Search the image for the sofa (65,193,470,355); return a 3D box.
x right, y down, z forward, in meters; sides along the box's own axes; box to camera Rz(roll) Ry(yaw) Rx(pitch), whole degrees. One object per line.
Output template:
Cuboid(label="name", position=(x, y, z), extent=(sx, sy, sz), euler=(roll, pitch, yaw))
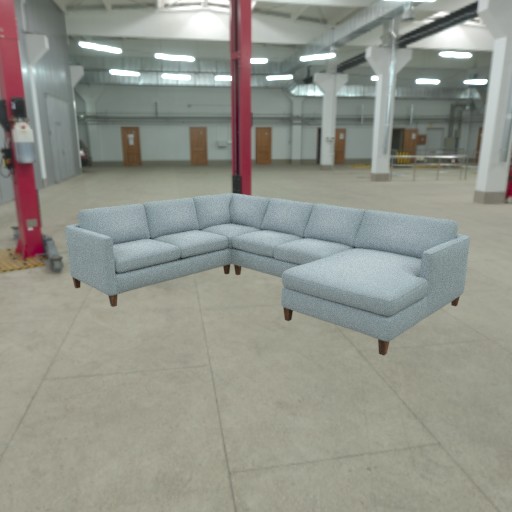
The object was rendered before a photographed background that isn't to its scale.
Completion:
Cuboid(label="sofa", position=(0.000, 0.000, 4.598), extent=(3.403, 0.889, 2.551), euler=(14, 20, 42))
